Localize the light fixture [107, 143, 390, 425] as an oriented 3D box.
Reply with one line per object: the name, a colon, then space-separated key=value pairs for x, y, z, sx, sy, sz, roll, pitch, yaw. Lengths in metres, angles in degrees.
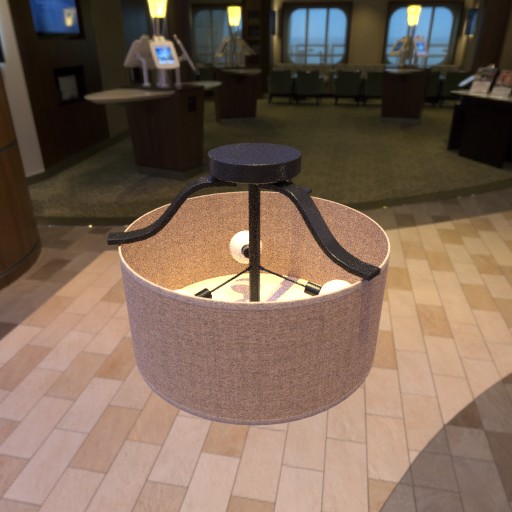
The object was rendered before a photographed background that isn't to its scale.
light fixture: x=0.000 y=0.000 z=0.658 sx=0.390 sy=0.306 sz=0.390 roll=0 pitch=26 yaw=0
